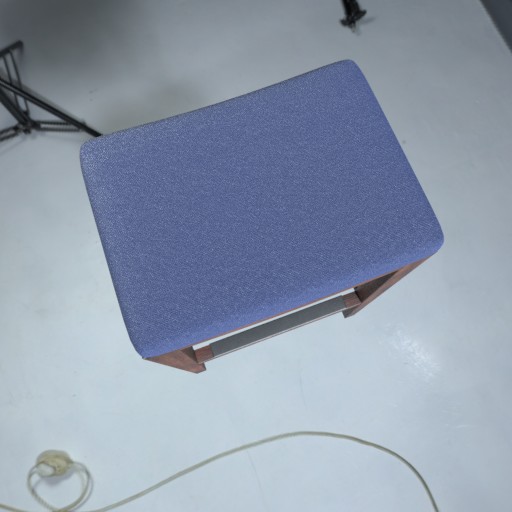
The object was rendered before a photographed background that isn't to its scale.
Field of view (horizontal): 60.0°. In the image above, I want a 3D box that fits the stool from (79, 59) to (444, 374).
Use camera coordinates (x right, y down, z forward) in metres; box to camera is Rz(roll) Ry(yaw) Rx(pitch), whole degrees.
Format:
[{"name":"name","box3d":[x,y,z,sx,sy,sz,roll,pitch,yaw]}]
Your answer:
[{"name":"stool","box3d":[0.000,0.000,1.010,0.498,0.740,0.358,-19,75,-5]}]
